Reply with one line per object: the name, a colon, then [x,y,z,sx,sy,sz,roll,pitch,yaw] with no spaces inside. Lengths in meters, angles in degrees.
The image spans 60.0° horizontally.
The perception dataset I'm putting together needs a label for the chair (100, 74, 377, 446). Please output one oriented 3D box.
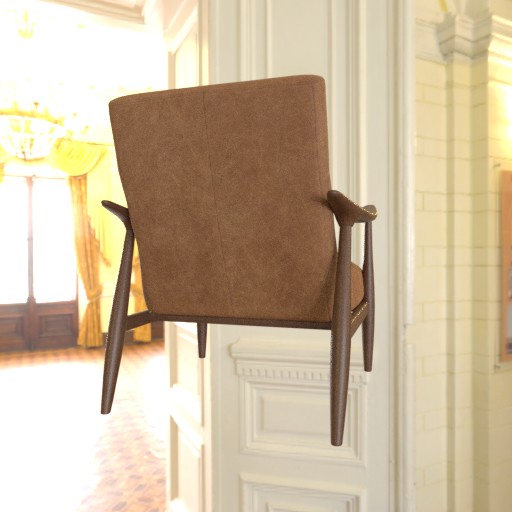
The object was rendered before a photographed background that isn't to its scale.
chair: [0.000,0.000,1.416,0.741,0.832,0.798,0,0,18]
